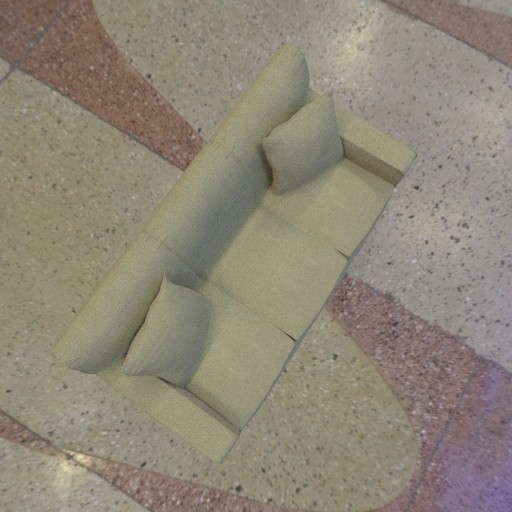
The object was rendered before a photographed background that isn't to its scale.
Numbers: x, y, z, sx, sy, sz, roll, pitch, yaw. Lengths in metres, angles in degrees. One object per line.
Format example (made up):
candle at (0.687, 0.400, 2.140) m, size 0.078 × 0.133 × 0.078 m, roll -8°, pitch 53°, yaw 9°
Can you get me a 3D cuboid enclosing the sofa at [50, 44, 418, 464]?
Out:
sofa at (0.000, 0.000, 2.566) m, size 0.997 × 0.958 × 2.024 m, roll 33°, pitch 78°, yaw 8°
